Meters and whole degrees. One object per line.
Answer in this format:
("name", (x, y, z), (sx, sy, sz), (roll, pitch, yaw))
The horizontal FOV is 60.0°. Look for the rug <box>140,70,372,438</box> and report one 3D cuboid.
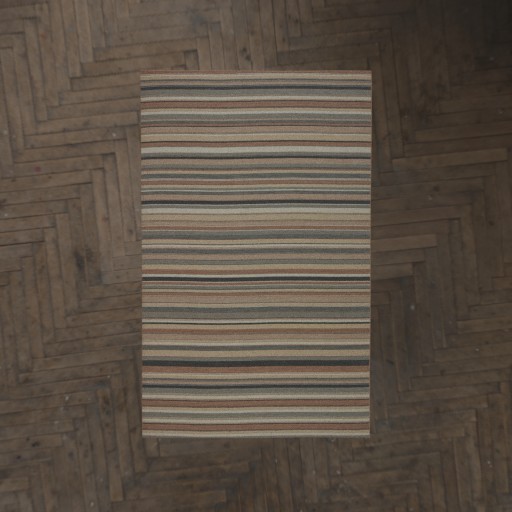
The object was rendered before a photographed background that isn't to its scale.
("rug", (0.000, 0.000, 2.939), (1.523, 0.014, 2.438), (0, 91, 0))
